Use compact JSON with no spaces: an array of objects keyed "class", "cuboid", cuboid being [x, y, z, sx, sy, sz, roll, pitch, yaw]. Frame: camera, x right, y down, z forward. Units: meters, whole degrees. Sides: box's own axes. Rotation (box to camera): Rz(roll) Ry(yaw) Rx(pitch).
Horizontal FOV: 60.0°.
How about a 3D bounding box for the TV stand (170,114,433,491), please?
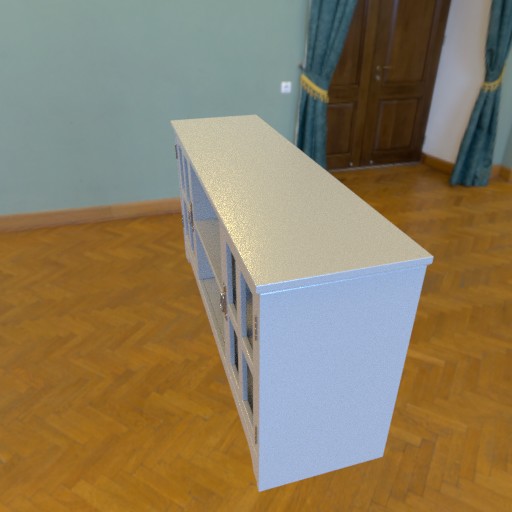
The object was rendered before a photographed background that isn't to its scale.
[{"class":"TV stand","cuboid":[0.000,0.000,1.414,0.344,0.603,1.167,-9,32,-14]}]
